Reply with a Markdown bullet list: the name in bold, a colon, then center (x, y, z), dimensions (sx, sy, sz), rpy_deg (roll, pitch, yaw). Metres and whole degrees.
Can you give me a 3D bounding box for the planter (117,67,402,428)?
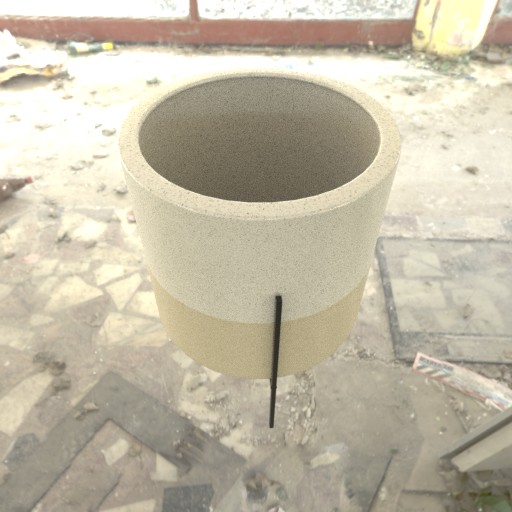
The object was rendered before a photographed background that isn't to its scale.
- **planter**: center (0.000, 0.000, 0.740), dimensions (0.368, 0.484, 0.359), rpy_deg (17, 49, 15)
